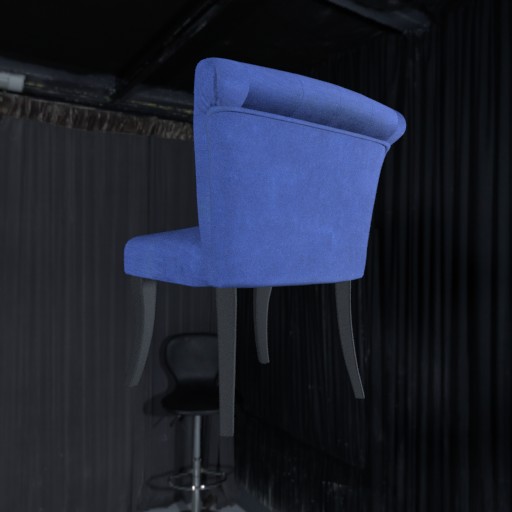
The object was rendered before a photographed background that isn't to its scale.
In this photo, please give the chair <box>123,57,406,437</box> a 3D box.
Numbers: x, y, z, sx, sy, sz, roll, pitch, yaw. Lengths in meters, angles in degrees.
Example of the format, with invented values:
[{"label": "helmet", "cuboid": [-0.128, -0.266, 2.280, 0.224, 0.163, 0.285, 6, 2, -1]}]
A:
[{"label": "chair", "cuboid": [0.000, 0.000, 1.178, 0.585, 0.753, 0.606, 0, 0, -36]}]
